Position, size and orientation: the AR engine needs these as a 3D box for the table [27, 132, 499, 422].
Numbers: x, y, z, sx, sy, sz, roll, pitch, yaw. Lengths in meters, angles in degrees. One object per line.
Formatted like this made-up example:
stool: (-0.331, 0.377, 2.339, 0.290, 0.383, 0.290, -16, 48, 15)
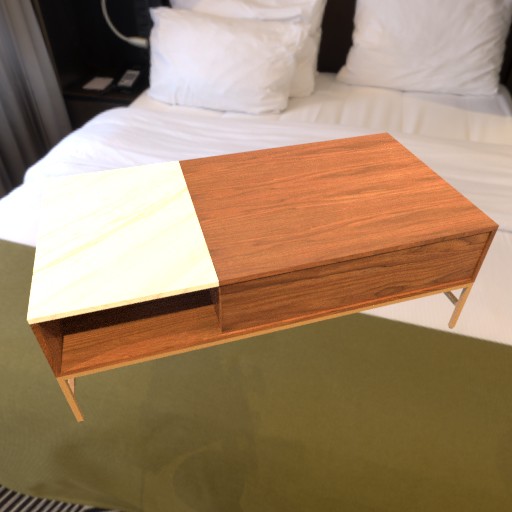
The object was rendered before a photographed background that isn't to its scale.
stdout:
table: (0.000, 0.000, 1.860, 1.553, 0.551, 0.789, -11, 41, -12)
